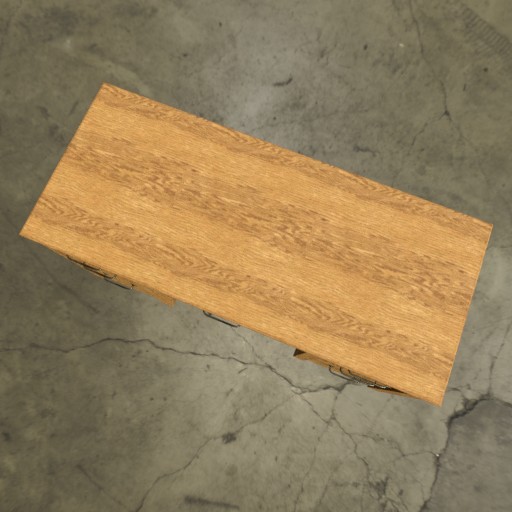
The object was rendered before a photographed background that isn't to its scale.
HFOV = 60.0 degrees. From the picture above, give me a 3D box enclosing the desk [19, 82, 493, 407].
[{"bbox_3d":[0.000,0.000,1.952,1.567,0.751,0.685,21,77,5],"label":"desk"}]
